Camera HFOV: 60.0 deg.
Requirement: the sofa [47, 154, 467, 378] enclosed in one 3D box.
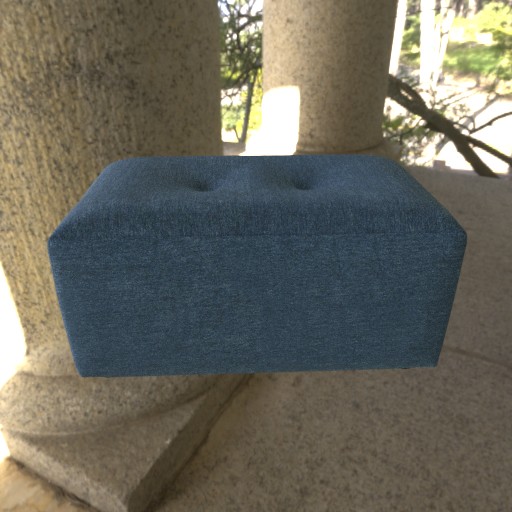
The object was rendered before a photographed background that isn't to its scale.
[{"bbox_3d":[0.000,0.000,1.230,0.930,0.470,0.480,-1,29,-2],"label":"sofa"}]
